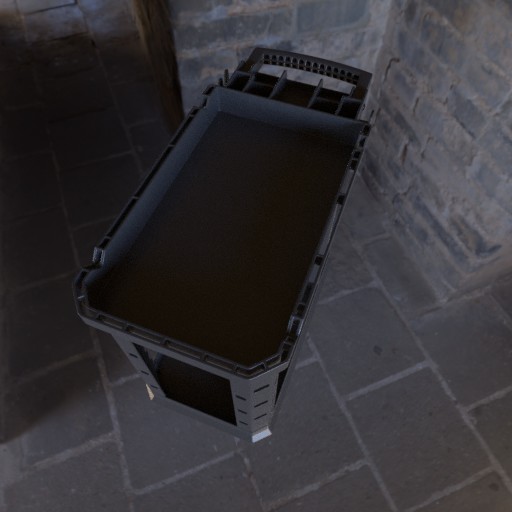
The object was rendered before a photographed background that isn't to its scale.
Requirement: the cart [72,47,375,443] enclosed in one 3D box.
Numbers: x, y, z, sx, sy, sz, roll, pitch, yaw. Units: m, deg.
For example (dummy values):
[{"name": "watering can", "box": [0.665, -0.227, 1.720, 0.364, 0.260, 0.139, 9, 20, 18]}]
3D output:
[{"name": "cart", "box": [0.000, 0.000, 1.517, 0.497, 0.884, 1.061, 18, 59, 11]}]
